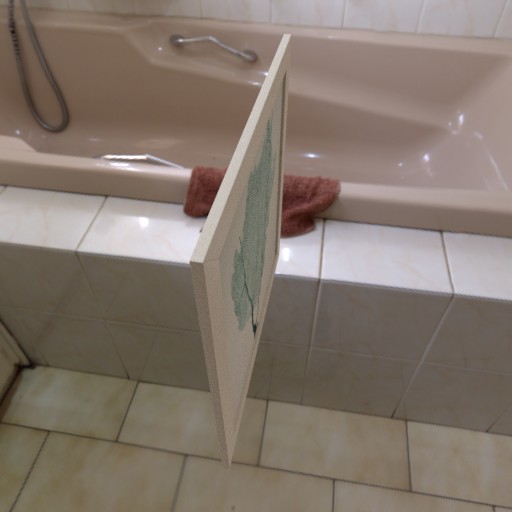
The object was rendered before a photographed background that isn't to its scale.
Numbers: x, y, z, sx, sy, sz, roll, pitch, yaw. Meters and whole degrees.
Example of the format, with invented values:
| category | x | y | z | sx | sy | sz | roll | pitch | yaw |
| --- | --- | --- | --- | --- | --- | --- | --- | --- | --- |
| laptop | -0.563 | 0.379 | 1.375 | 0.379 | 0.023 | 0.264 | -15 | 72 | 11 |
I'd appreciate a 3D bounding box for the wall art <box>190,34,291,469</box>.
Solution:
| category | x | y | z | sx | sy | sz | roll | pitch | yaw |
| --- | --- | --- | --- | --- | --- | --- | --- | --- | --- |
| wall art | 0.000 | 0.000 | 0.820 | 0.015 | 0.577 | 0.572 | 8 | 47 | 8 |
